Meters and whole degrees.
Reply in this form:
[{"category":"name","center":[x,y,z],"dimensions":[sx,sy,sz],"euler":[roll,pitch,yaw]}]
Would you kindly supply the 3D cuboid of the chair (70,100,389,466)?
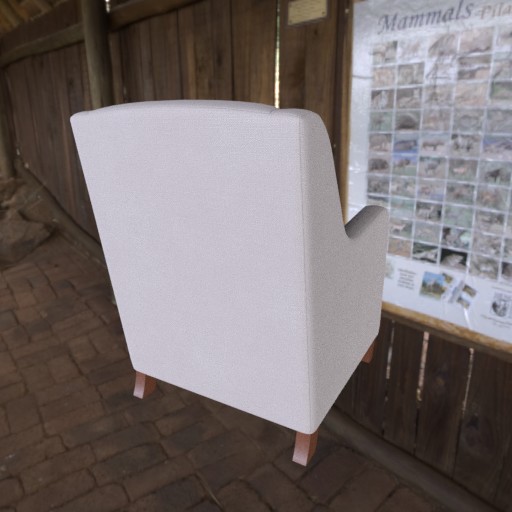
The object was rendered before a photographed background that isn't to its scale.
[{"category":"chair","center":[0.000,0.000,1.548],"dimensions":[0.715,1.010,0.863],"euler":[10,20,29]}]
